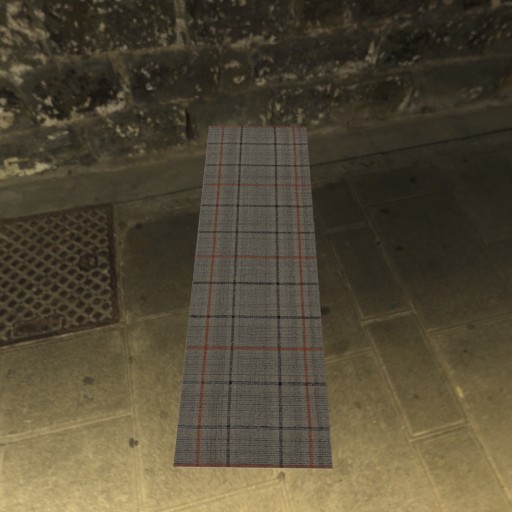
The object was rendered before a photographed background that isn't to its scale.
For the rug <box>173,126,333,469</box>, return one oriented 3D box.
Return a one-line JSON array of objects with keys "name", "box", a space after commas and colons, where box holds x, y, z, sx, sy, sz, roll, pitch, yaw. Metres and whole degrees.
[{"name": "rug", "box": [0.000, 0.000, 2.795, 0.762, 0.008, 2.439, 1, 56, 0]}]
